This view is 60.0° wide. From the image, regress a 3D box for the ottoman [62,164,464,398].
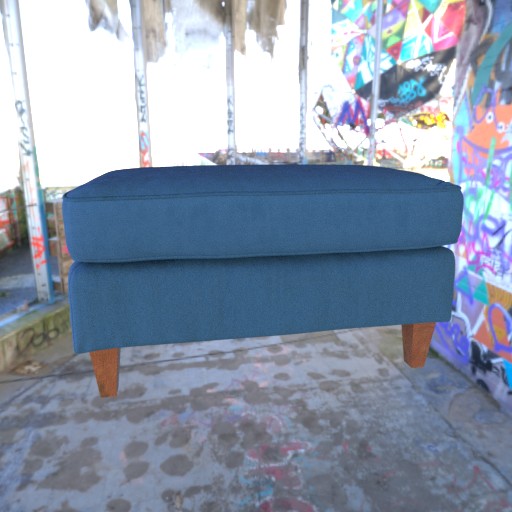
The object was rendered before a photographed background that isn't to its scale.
[{"bbox_3d":[0.000,0.000,1.207,0.862,0.484,0.583,-3,14,-10],"label":"ottoman"}]
